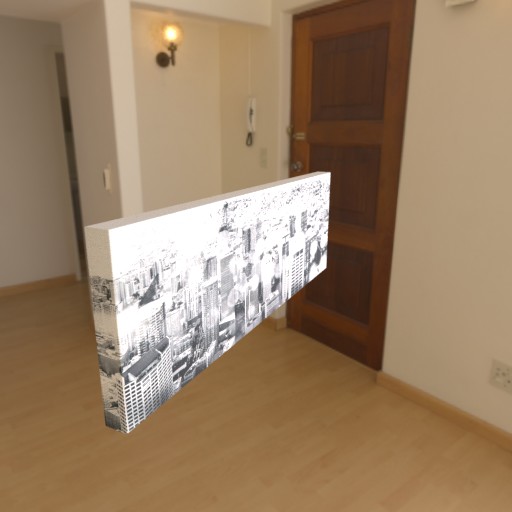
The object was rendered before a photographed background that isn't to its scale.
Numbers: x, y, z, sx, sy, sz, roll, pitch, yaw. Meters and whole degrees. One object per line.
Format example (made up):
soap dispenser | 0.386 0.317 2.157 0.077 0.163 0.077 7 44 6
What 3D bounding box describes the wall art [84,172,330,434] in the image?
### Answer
wall art | 0.000 0.000 0.840 0.038 0.255 0.763 8 18 26
